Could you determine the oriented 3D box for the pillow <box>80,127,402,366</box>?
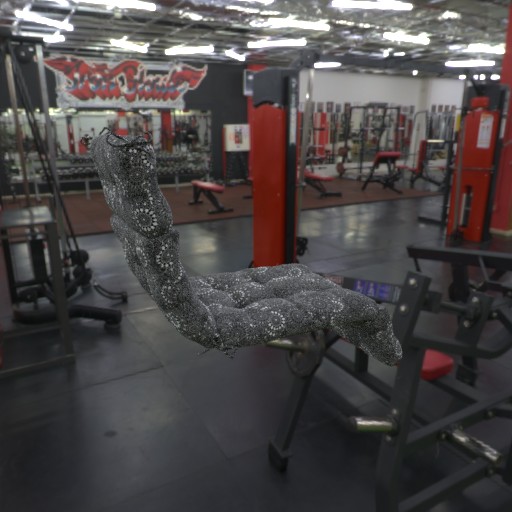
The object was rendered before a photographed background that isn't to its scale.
[{"bbox_3d":[0.000,0.000,1.541,1.016,0.863,0.526,-8,18,-26],"label":"pillow"}]
